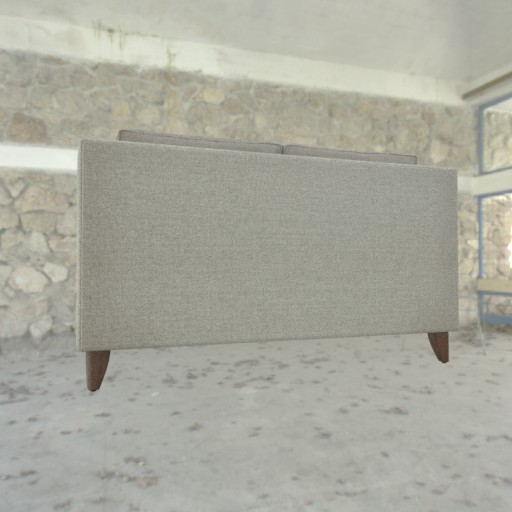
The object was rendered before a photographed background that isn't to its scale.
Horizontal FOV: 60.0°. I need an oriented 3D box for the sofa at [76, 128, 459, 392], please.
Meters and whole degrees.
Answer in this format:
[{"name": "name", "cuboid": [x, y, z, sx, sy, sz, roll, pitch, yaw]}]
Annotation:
[{"name": "sofa", "cuboid": [0.000, 0.000, 1.970, 1.422, 0.863, 0.915, 0, -1, -18]}]
